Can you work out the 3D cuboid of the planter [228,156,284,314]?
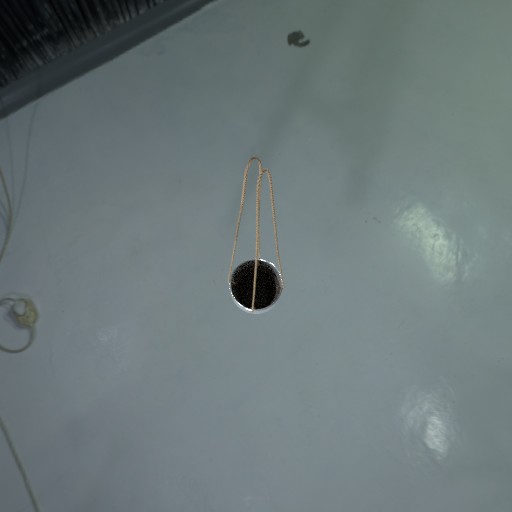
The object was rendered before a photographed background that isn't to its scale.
[{"bbox_3d":[0.000,0.000,1.180,0.187,1.073,0.187,-37,78,-9],"label":"planter"}]
